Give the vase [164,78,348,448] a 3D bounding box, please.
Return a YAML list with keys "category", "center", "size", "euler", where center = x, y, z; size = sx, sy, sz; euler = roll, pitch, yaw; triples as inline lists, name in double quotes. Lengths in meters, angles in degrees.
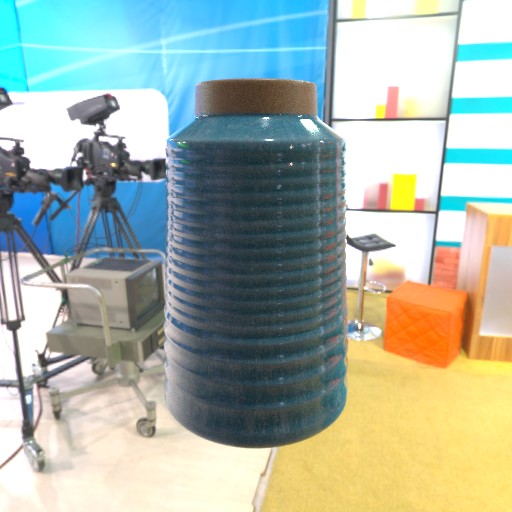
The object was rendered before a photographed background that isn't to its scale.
- category: "vase"
  center: [0.000, 0.000, 0.369]
  size: [0.163, 0.267, 0.163]
  euler: [0, 16, 0]
